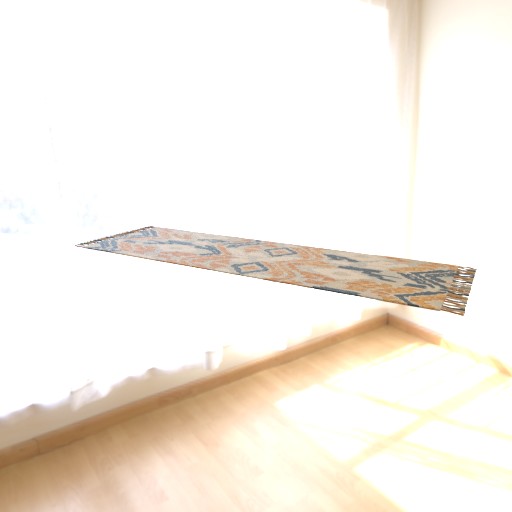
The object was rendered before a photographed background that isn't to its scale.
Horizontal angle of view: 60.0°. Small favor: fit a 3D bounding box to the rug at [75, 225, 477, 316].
[{"bbox_3d":[0.000,0.000,2.753,2.437,0.010,0.783,9,18,28],"label":"rug"}]
